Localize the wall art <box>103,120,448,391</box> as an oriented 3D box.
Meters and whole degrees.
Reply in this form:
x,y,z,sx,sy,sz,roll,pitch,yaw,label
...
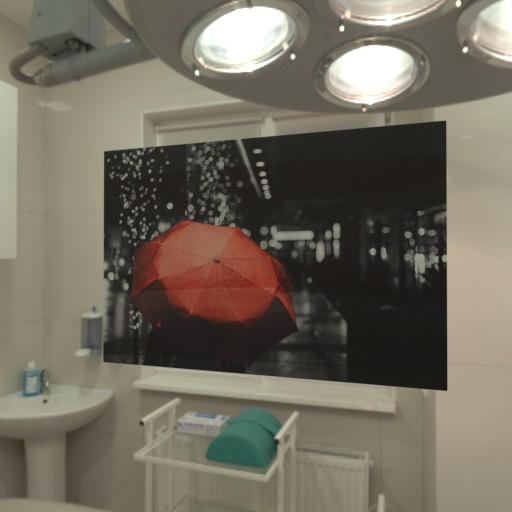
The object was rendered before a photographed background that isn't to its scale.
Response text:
x,y,z,sx,sy,sz,roll,pitch,yaw,label
0.000,0.000,1.154,0.914,0.609,0.038,0,-1,18,wall art
